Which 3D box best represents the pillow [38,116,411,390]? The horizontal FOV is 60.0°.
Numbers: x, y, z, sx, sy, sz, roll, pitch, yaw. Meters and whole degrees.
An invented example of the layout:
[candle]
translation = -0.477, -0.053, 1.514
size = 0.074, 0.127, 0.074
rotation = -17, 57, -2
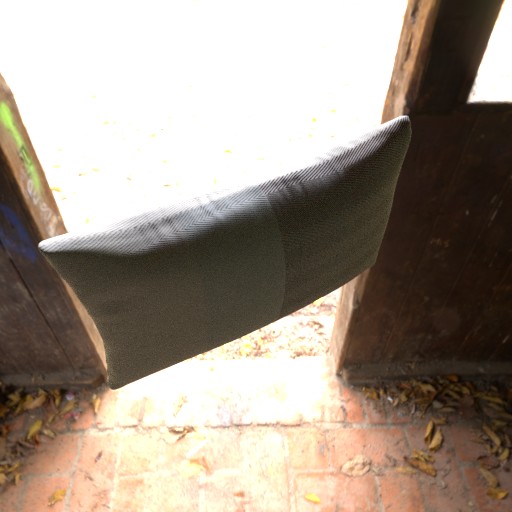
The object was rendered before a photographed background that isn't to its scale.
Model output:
[pillow]
translation = 0.000, 0.000, 0.637
size = 0.506, 0.305, 0.139
rotation = -23, 50, -20
